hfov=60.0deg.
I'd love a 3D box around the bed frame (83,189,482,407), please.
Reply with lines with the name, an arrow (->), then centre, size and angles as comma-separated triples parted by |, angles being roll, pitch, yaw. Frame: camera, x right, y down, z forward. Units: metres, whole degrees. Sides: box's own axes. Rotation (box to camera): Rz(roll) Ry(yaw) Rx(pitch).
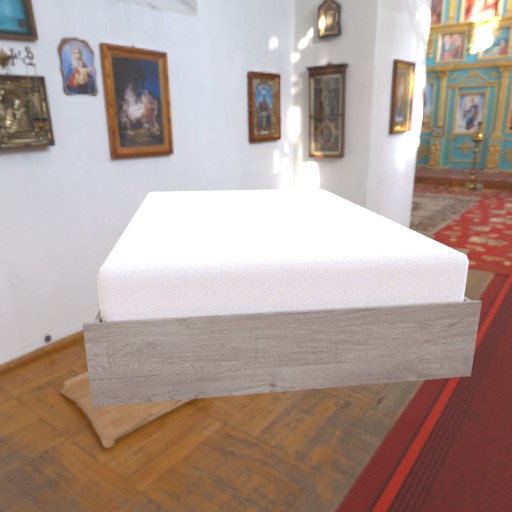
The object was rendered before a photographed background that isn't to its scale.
bed frame -> 0.000, 0.000, 2.519 | 1.445, 0.497, 1.945 | -2, 16, -8
